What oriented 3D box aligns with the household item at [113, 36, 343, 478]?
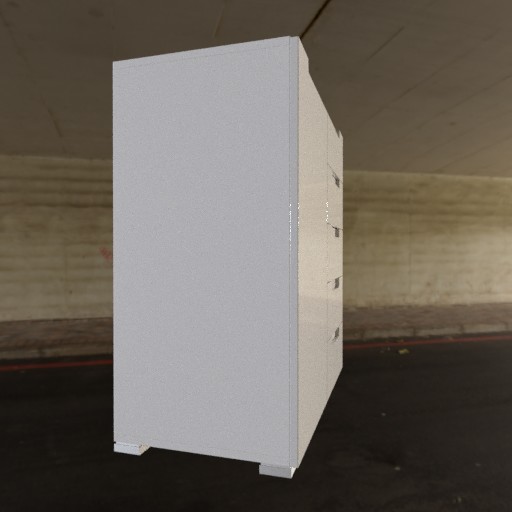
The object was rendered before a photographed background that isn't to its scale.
[{"bbox_3d":[0.000,0.000,1.310,0.420,0.870,0.800,0,1,17],"label":"household item"}]
